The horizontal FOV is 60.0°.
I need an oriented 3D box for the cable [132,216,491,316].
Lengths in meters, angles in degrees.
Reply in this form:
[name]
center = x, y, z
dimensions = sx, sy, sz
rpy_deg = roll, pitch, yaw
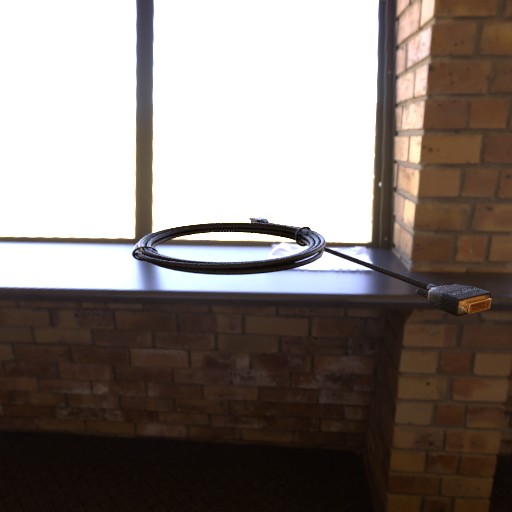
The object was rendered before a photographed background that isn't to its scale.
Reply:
[cable]
center = 0.000, 0.000, 0.510
dimensions = 0.257, 0.030, 0.422
rpy_deg = -8, 17, -26
